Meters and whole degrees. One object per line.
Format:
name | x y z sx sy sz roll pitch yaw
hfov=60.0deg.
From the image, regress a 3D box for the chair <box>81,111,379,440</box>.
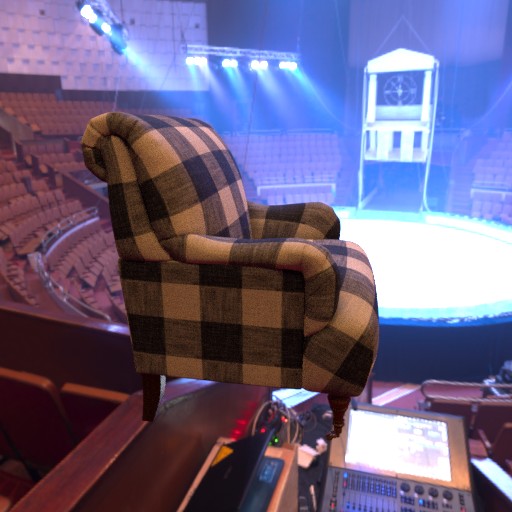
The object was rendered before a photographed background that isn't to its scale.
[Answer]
chair | 0.000 0.000 1.572 0.848 0.953 0.781 3 16 10
